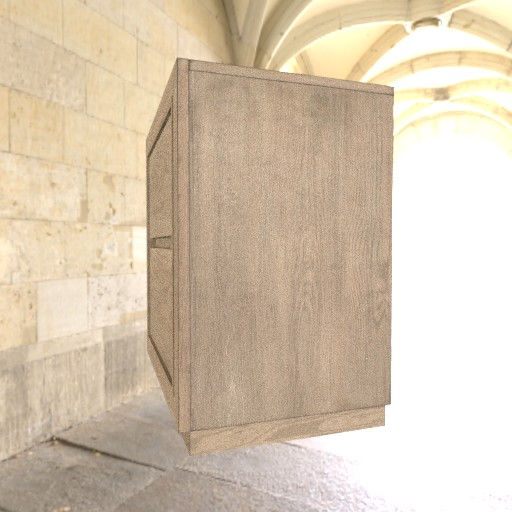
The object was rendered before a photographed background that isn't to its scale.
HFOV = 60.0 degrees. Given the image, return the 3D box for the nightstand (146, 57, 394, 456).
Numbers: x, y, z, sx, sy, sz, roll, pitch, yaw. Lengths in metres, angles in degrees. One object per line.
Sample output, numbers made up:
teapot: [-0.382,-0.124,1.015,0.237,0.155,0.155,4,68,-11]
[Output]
nightstand: [0.000,0.000,1.103,0.483,0.673,0.612,0,2,-19]
